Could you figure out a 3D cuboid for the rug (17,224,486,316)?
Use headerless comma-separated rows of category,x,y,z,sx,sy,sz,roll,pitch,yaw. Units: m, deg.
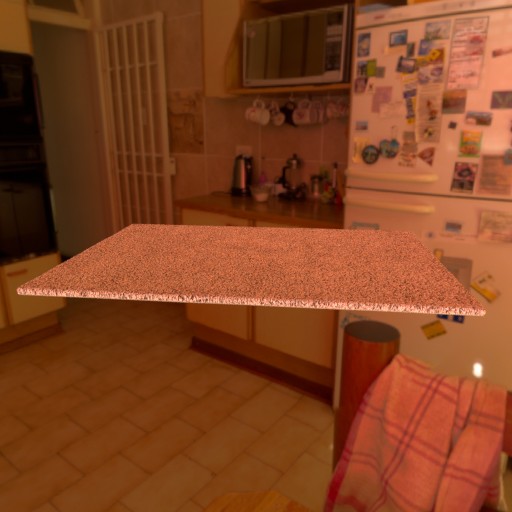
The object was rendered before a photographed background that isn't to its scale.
rug,0.000,0.000,2.235,1.778,0.030,1.219,2,17,6
